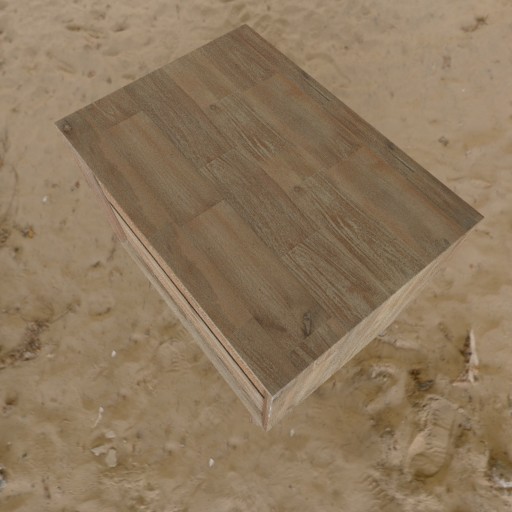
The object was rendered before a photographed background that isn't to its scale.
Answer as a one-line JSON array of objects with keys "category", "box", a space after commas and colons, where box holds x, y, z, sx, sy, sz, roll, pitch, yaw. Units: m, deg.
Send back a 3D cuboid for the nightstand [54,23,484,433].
[{"category": "nightstand", "box": [0.000, 0.000, 0.936, 0.396, 0.589, 0.552, -36, 68, -17]}]
